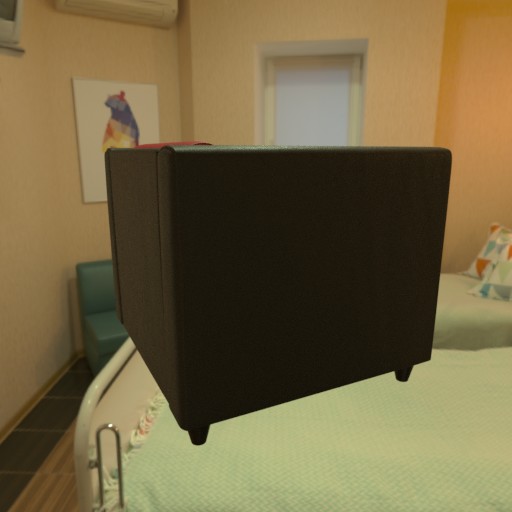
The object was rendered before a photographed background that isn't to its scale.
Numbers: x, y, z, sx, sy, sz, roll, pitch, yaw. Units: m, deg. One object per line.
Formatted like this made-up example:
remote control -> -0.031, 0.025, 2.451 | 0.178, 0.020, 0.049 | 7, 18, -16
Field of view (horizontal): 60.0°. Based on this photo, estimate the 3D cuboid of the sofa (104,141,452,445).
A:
sofa -> 0.000, 0.000, 1.472 | 0.809, 0.724, 0.839 | -7, 15, -26
